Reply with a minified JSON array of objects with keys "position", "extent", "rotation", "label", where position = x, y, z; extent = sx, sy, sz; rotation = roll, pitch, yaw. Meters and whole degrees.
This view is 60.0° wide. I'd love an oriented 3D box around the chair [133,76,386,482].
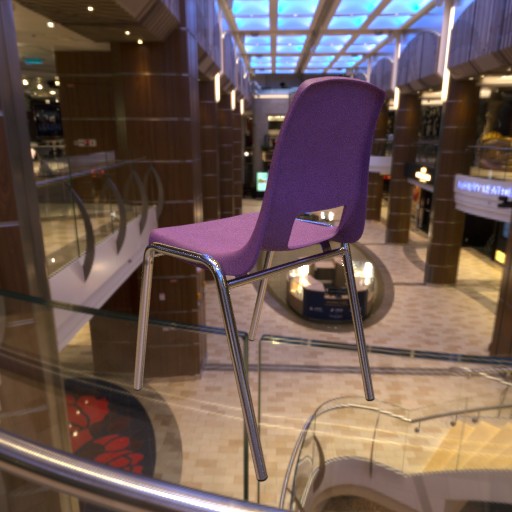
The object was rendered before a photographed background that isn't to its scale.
[{"position":[0.000,0.000,0.914],"extent":[0.381,0.654,0.432],"rotation":[-15,21,-42],"label":"chair"}]
